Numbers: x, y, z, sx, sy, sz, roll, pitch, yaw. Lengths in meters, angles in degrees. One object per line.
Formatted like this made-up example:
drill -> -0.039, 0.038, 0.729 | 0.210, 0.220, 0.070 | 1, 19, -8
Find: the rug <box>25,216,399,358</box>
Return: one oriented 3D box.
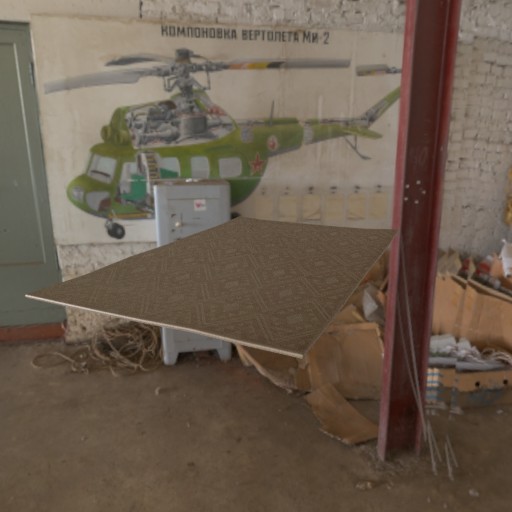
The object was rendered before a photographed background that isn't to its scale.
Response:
rug -> 0.000, 0.000, 3.061 | 1.553, 0.053, 2.430 | 7, 17, 24
